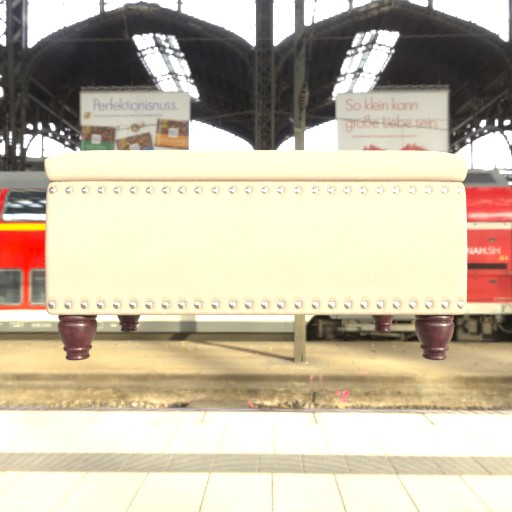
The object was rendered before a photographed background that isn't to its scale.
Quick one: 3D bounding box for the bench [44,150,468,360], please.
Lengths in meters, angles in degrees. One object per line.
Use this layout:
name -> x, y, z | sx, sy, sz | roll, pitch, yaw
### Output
bench -> 0.000, 0.000, 1.161 | 0.887, 0.449, 0.500 | 0, -1, 0
